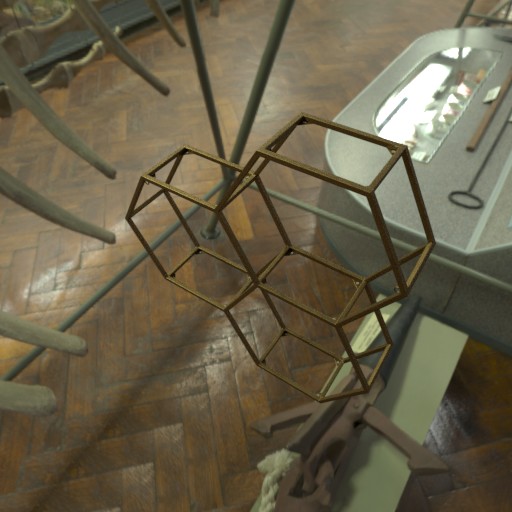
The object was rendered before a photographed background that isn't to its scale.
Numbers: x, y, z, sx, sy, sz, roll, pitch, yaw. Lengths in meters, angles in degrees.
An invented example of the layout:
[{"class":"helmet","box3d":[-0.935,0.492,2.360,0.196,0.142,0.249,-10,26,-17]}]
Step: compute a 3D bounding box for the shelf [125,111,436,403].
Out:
[{"class":"shelf","box3d":[0.000,0.000,1.046,0.708,0.701,0.150,26,52,22]}]
